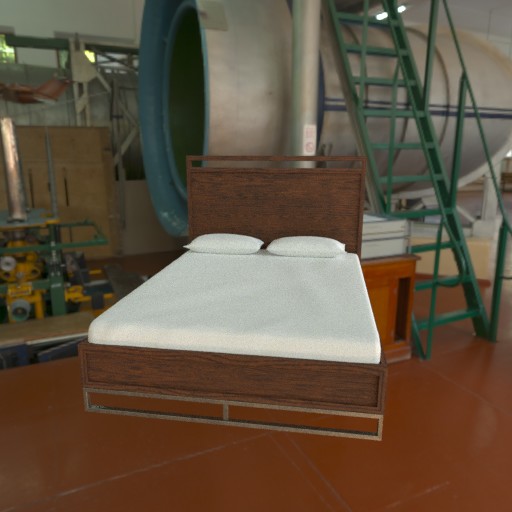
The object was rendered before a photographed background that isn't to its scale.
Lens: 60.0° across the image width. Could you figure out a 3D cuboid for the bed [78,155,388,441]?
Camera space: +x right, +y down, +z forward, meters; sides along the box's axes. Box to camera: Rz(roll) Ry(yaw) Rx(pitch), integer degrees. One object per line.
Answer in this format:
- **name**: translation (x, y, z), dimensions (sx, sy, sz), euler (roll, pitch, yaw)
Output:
- **bed**: translation (0.000, 0.000, 3.453), dimensions (1.765, 1.487, 2.218), euler (2, 14, 9)
